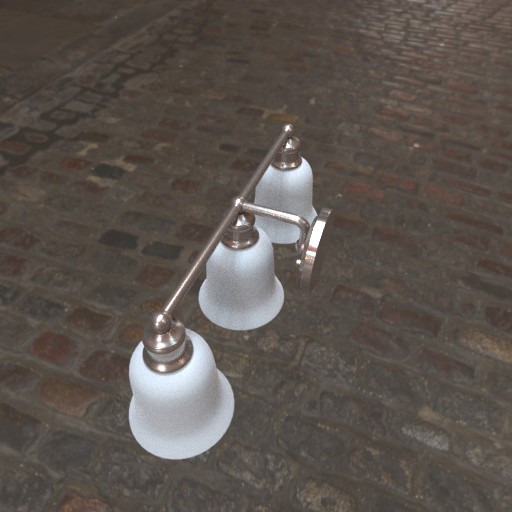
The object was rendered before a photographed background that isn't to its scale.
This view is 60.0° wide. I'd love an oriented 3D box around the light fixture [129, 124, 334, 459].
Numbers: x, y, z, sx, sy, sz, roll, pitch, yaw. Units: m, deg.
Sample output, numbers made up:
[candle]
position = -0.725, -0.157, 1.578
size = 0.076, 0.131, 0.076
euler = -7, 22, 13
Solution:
[light fixture]
position = 0.000, 0.000, 0.672
size = 0.198, 0.211, 0.570
euler = 16, 48, 15
